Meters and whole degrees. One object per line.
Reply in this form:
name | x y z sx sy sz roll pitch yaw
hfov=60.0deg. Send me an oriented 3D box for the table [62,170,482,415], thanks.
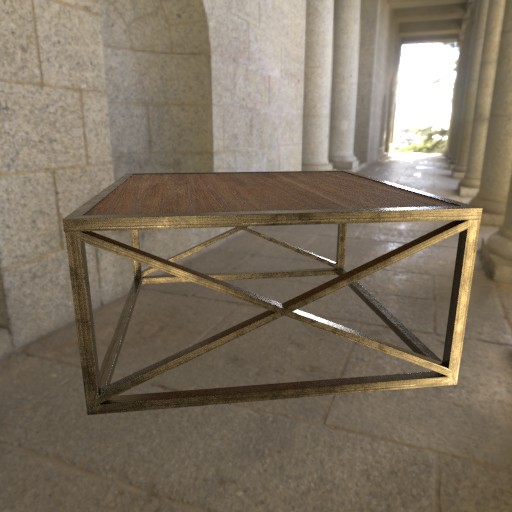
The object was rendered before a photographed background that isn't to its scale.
table | 0.000 0.000 1.429 0.899 0.451 0.909 -2 16 -8
